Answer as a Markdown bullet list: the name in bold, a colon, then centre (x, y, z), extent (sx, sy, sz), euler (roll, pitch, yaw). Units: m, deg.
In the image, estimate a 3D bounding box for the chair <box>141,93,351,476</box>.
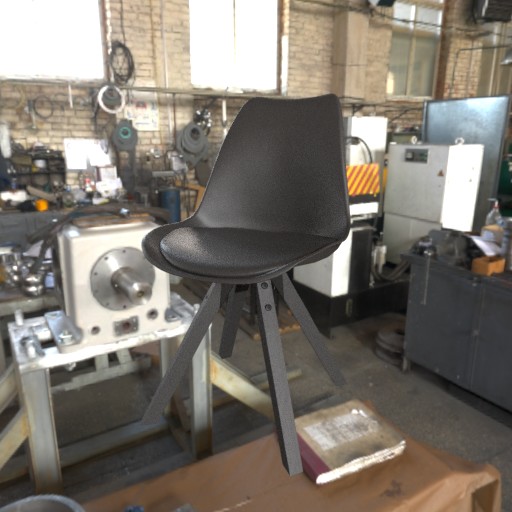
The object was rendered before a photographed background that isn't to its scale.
- **chair**: centre (0.000, 0.000, 1.181), extent (0.485, 0.850, 0.550), euler (7, 16, 25)
